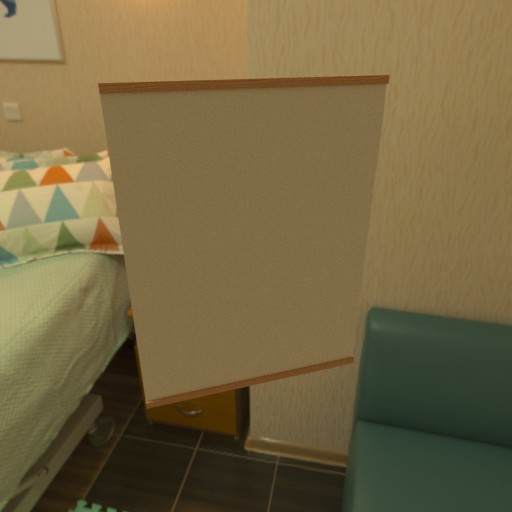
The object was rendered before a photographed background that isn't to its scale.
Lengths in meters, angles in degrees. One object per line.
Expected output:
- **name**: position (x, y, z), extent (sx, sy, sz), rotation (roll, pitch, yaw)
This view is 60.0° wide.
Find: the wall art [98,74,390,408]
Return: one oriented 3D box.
- **wall art**: position (0.000, 0.000, 0.811), extent (0.458, 0.605, 0.011), rotation (-8, 28, -15)
